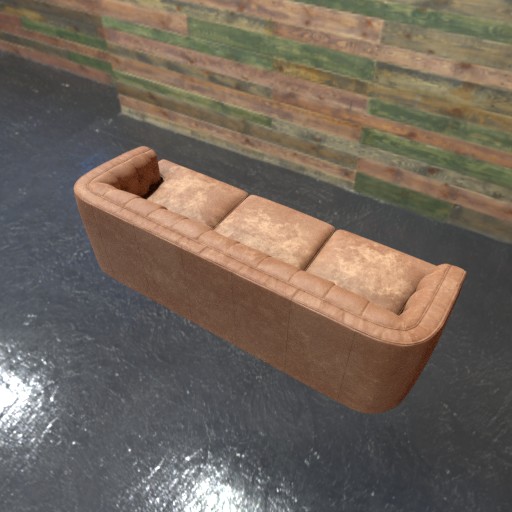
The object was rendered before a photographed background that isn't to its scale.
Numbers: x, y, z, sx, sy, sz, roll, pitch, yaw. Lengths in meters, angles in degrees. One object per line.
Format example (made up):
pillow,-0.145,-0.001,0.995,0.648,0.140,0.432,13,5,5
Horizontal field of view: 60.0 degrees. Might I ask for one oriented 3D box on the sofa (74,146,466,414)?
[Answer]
sofa,0.000,0.000,2.702,2.257,0.791,0.922,24,51,22
